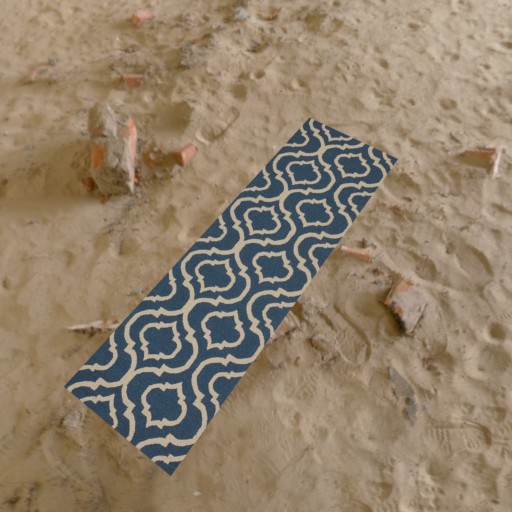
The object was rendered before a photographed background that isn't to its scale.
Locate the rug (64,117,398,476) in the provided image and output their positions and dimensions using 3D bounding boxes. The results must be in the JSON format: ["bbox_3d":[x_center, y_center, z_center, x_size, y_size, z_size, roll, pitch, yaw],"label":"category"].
[{"bbox_3d":[0.000,0.000,2.548,0.685,0.006,2.296,31,64,17],"label":"rug"}]
